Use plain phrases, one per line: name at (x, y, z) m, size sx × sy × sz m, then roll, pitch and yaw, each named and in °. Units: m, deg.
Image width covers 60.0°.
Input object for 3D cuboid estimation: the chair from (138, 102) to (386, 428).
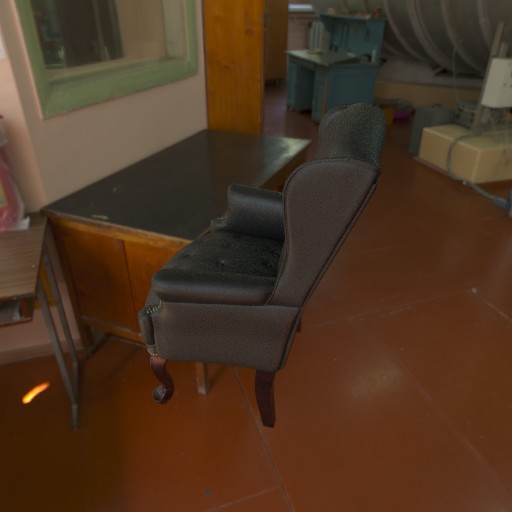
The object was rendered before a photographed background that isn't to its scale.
chair at (0.000, 0.000, 1.696) m, size 0.822 × 1.133 × 0.831 m, roll 8°, pitch 32°, yaw 13°
